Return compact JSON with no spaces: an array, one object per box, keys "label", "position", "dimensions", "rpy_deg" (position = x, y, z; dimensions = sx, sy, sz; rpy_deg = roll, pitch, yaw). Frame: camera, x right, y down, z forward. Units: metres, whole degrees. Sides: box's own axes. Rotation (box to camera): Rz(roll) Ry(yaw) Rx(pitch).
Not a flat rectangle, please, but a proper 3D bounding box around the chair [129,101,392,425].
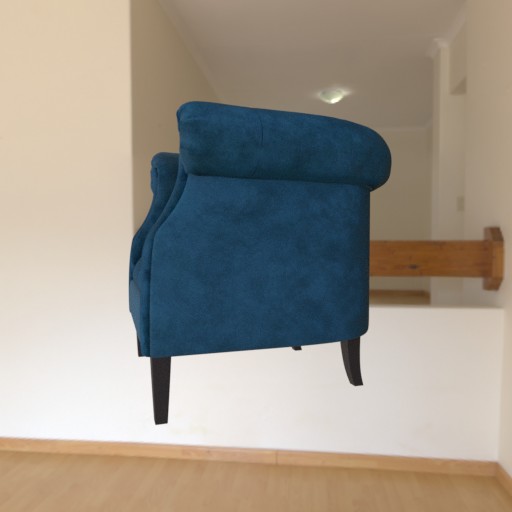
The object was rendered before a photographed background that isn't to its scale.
[{"label":"chair","position":[0.000,0.000,1.574],"dimensions":[0.851,0.826,0.904],"rpy_deg":[-1,2,-18]}]
